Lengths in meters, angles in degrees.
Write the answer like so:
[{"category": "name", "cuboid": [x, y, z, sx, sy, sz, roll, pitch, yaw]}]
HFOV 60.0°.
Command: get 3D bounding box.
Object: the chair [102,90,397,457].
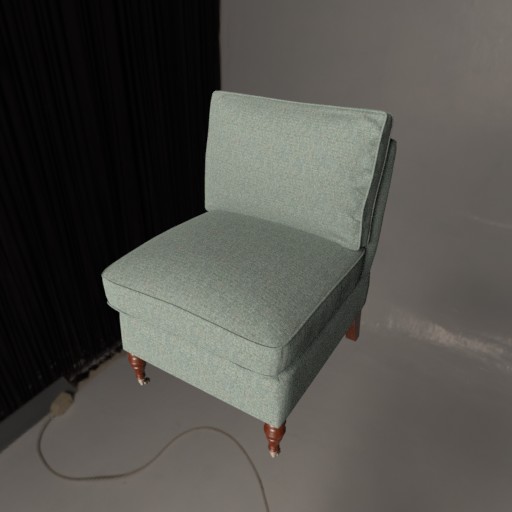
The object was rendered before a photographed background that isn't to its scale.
[{"category": "chair", "cuboid": [0.000, 0.000, 1.436, 0.624, 0.901, 0.796, 18, 35, 27]}]
